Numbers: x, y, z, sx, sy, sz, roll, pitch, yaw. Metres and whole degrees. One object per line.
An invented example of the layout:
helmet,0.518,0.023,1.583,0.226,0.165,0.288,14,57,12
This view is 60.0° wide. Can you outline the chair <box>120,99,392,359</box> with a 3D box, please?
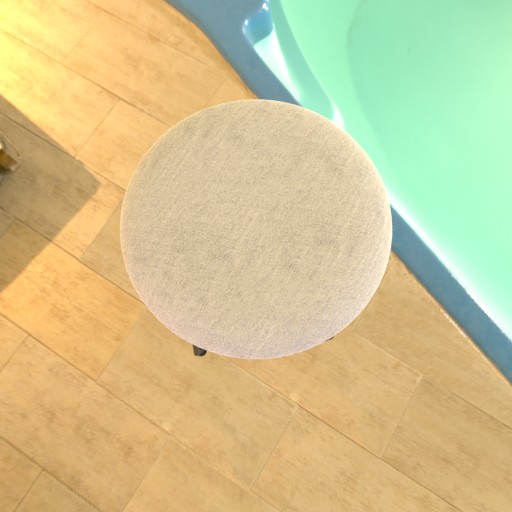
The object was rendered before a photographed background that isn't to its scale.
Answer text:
chair,0.000,0.000,0.659,0.350,0.386,0.350,37,78,9
